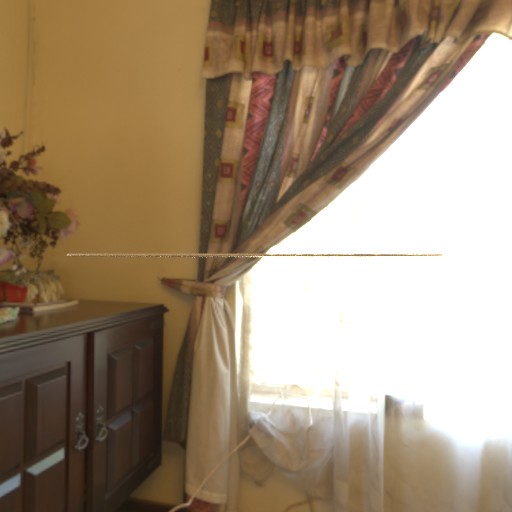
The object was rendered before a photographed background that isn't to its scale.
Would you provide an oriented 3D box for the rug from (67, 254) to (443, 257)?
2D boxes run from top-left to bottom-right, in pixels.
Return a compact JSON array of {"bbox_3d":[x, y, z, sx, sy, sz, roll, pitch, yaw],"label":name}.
[{"bbox_3d":[0.000,0.000,2.932,1.555,0.011,2.232,0,0,0],"label":"rug"}]
